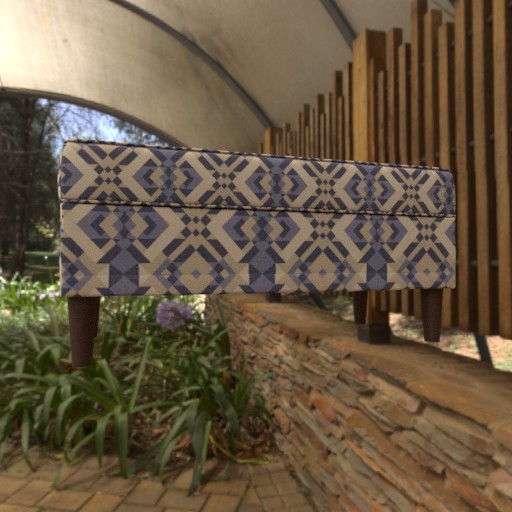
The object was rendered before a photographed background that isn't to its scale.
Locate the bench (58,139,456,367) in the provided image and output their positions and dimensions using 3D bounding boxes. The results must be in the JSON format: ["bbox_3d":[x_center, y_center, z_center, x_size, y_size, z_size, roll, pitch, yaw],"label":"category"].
[{"bbox_3d":[0.000,0.000,1.278,1.016,0.477,0.492,0,-1,-18],"label":"bench"}]
